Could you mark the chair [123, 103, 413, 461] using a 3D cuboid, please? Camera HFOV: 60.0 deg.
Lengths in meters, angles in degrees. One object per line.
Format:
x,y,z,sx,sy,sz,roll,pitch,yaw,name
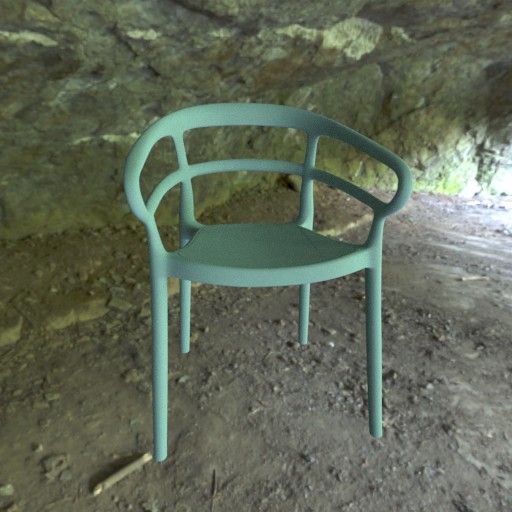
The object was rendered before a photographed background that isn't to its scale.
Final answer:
0.000,0.000,1.119,0.559,0.761,0.527,-2,16,-8,chair
